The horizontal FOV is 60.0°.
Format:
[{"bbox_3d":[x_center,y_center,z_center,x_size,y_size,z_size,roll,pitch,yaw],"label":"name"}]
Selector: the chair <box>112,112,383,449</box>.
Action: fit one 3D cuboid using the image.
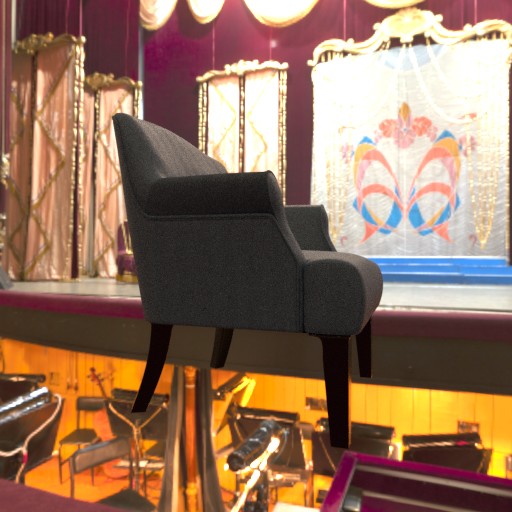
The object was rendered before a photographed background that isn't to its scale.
[{"bbox_3d":[0.000,0.000,1.430,0.754,0.878,0.770,0,-1,19],"label":"chair"}]
